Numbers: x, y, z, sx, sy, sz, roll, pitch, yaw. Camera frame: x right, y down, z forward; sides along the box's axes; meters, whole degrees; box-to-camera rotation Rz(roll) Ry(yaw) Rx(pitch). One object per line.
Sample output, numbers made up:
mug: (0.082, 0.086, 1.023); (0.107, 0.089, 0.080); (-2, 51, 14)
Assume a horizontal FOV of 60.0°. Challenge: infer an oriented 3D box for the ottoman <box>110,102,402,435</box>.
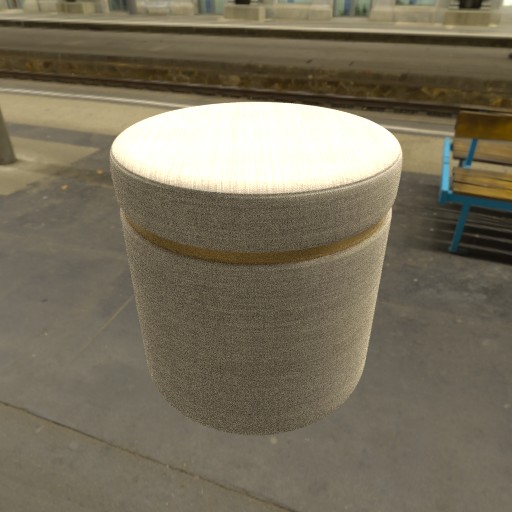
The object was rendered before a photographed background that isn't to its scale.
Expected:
ottoman: (0.000, 0.000, 0.723); (0.400, 0.406, 0.400); (0, 32, 0)
